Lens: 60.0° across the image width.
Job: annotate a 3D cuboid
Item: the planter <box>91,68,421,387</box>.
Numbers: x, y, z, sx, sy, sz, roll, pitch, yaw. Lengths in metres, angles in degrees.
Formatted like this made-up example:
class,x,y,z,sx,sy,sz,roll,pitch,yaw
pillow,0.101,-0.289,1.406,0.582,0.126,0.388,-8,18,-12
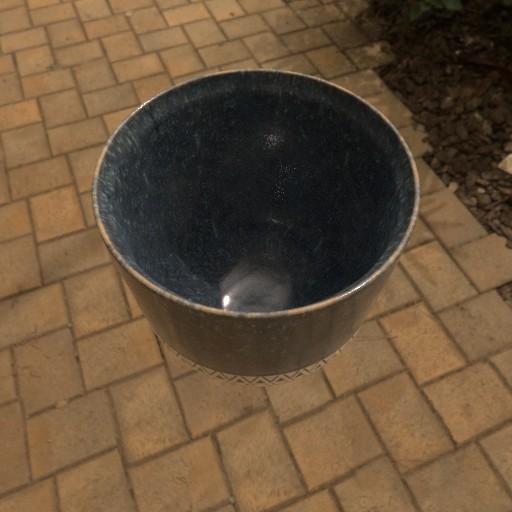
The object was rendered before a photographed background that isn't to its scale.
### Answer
class,x,y,z,sx,sy,sz,roll,pitch,yaw
planter,0.000,0.000,0.477,0.266,0.270,0.266,0,58,0
